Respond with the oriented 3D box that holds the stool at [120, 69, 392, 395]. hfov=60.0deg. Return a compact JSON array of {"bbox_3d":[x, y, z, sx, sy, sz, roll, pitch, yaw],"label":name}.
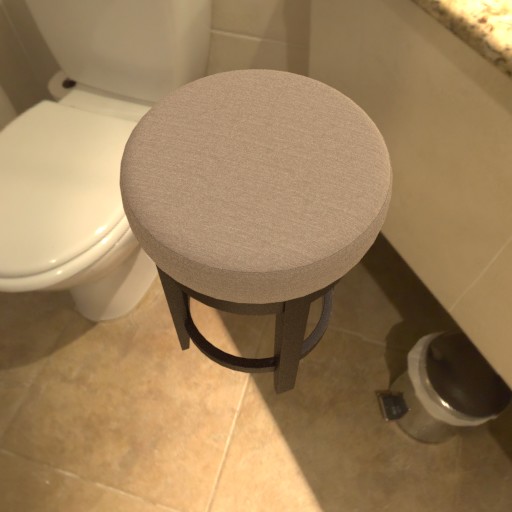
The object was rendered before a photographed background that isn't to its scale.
[{"bbox_3d":[0.000,0.000,0.963,0.443,0.672,0.443,0,59,0],"label":"stool"}]
